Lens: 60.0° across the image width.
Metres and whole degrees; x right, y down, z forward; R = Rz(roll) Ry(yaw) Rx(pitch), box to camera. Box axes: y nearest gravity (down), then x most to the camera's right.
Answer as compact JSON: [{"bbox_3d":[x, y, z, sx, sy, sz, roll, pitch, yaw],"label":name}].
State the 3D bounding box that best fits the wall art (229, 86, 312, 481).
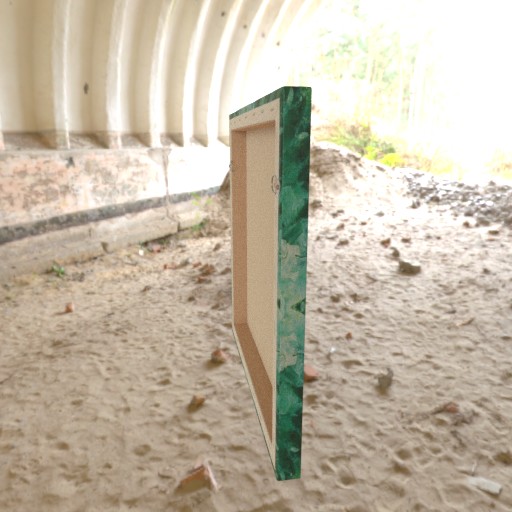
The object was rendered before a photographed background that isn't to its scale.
[{"bbox_3d":[0.000,0.000,0.783,0.038,0.508,0.507,-2,15,-10],"label":"wall art"}]
